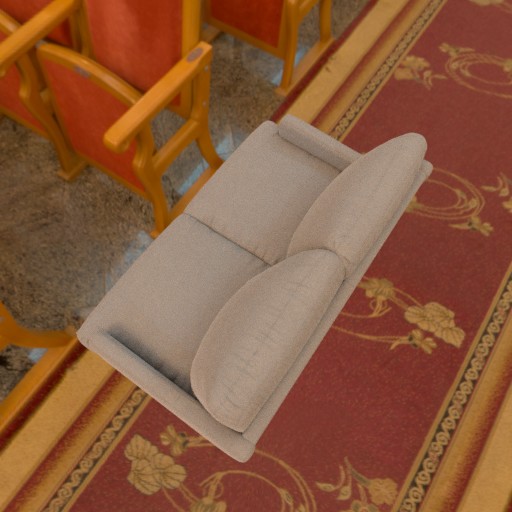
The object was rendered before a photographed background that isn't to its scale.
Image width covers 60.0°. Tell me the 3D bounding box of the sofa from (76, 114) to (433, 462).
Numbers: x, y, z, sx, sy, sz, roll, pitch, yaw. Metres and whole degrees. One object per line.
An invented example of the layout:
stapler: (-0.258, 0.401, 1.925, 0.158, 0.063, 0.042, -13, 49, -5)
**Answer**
sofa: (0.000, 0.000, 2.150, 0.987, 0.921, 1.589, 32, 68, 14)
